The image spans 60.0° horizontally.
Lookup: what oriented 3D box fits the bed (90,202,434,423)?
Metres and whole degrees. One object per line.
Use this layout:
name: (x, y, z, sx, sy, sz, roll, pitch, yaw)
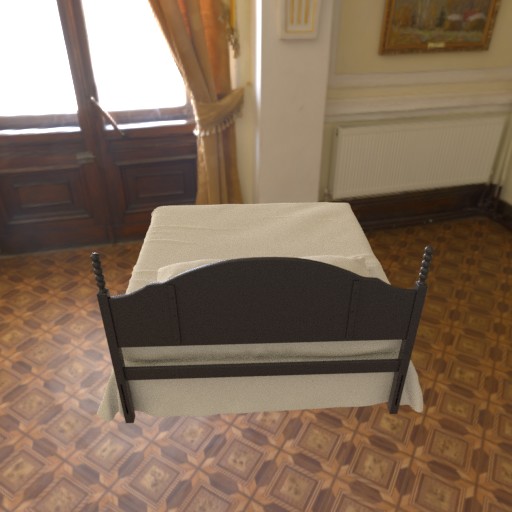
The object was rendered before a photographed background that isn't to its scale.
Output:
bed: (0.000, 0.000, 3.714, 2.322, 1.355, 2.219, -1, 31, -2)
